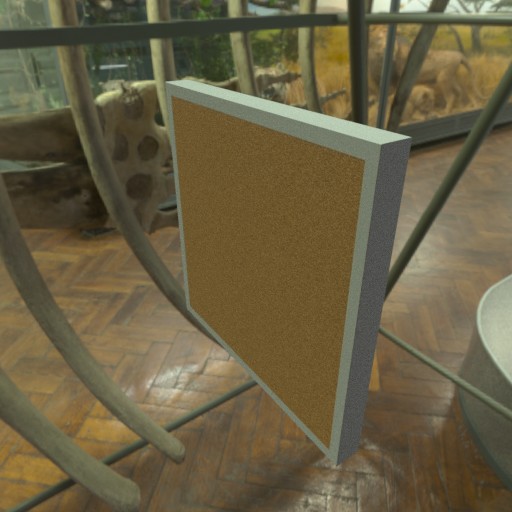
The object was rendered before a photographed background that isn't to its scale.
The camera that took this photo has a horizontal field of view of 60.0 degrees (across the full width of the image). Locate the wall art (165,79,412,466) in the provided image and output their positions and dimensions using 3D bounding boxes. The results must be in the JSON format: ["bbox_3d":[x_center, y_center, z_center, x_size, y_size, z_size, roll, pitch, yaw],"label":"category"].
[{"bbox_3d":[0.000,0.000,0.609,0.038,0.406,0.406,-19,35,-30],"label":"wall art"}]
